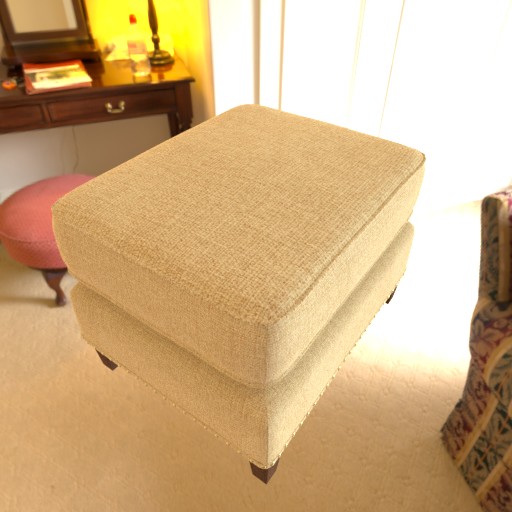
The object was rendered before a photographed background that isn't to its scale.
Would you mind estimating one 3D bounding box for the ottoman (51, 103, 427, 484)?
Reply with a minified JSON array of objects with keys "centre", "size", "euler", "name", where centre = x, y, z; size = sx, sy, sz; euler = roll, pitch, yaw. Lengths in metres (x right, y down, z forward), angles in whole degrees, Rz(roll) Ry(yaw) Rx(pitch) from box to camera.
[{"centre":[0.000,0.000,1.113],"size":[0.589,0.537,0.738],"euler":[25,46,27],"name":"ottoman"}]
